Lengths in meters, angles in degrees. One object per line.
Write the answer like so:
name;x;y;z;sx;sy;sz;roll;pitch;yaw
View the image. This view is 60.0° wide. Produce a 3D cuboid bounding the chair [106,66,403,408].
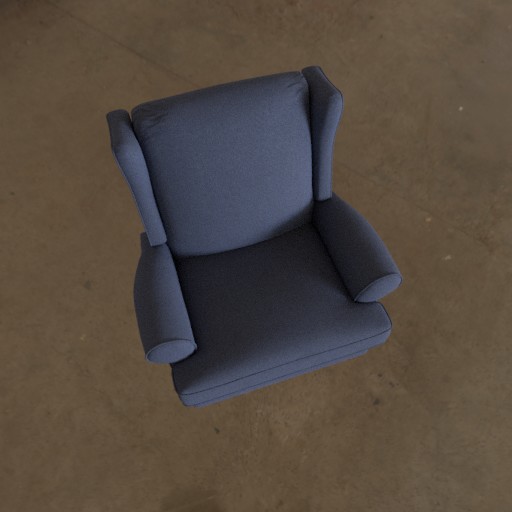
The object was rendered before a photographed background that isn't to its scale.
chair;0.000;0.000;1.713;0.971;1.020;0.877;-16;64;-8
